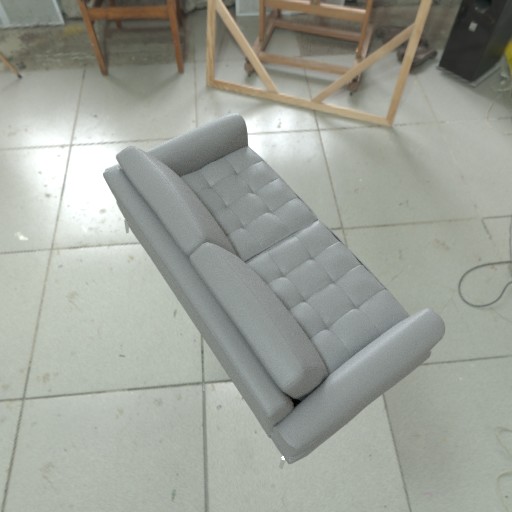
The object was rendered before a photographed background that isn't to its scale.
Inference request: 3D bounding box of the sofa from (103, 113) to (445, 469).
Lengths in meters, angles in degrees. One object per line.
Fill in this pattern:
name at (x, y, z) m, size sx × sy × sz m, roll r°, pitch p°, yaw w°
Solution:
sofa at (0.000, 0.000, 2.802) m, size 1.121 × 0.930 × 2.177 m, roll -30°, pitch 63°, yaw -18°
